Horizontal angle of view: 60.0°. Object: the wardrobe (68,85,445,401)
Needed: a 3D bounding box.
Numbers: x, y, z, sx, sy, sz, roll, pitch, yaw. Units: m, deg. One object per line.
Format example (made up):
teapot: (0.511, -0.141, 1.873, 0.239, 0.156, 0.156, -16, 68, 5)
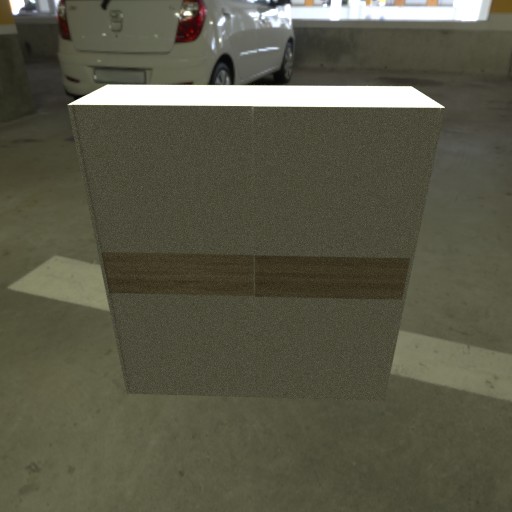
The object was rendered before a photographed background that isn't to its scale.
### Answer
wardrobe: (0.000, 0.000, 2.911, 1.830, 2.020, 0.600, 1, 30, 2)
